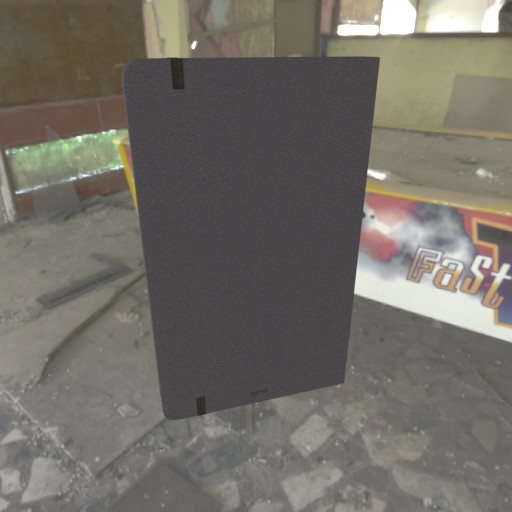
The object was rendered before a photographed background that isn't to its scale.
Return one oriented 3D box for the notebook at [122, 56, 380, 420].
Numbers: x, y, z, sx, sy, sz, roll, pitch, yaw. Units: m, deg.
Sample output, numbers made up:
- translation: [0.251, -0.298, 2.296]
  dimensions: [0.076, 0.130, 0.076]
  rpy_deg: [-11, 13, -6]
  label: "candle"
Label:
- translation: [0.000, 0.000, 0.260]
  dimensions: [0.127, 0.213, 0.016]
  rpy_deg: [-7, 27, -15]
  label: "notebook"
